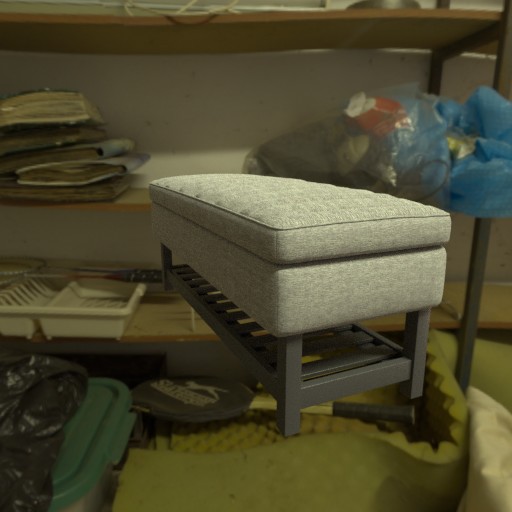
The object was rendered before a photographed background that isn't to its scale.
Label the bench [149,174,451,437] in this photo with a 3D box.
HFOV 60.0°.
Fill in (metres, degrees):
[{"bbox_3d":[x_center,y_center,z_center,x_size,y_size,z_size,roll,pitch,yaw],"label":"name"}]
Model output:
[{"bbox_3d":[0.000,0.000,1.352,0.429,0.470,1.100,-6,15,-24],"label":"bench"}]
